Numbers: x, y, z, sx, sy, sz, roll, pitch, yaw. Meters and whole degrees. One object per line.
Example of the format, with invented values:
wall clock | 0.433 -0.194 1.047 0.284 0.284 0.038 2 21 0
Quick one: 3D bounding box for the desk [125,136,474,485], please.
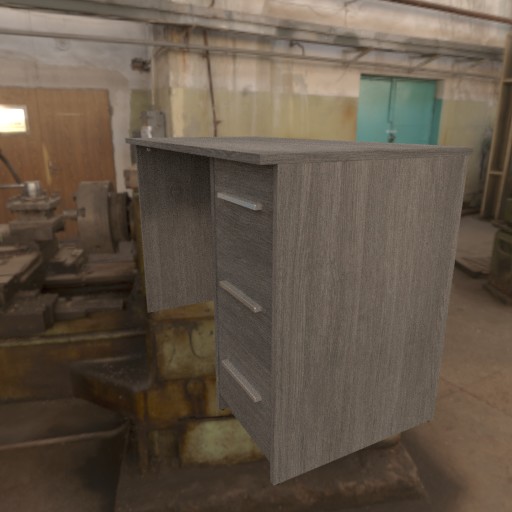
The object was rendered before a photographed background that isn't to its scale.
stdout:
desk | 0.000 0.000 1.468 0.560 0.735 1.097 -8 18 -27
